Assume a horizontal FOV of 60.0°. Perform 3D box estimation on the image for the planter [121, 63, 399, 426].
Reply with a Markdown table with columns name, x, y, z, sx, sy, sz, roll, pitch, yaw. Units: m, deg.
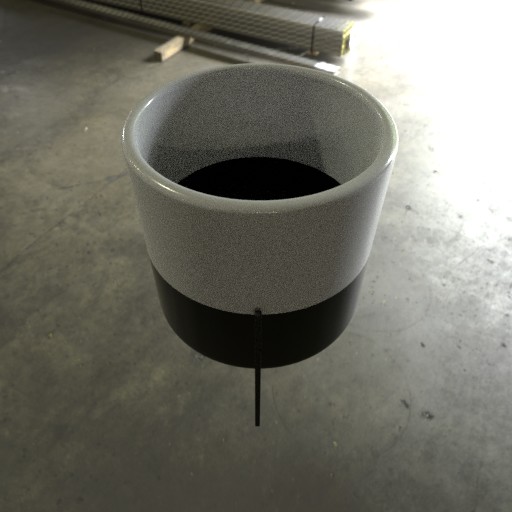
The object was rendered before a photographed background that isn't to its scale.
| name | x | y | z | sx | sy | sz | roll | pitch | yaw |
| --- | --- | --- | --- | --- | --- | --- | --- | --- | --- |
| planter | 0.000 | 0.000 | 0.641 | 0.310 | 0.432 | 0.310 | 12 | 48 | 11 |
